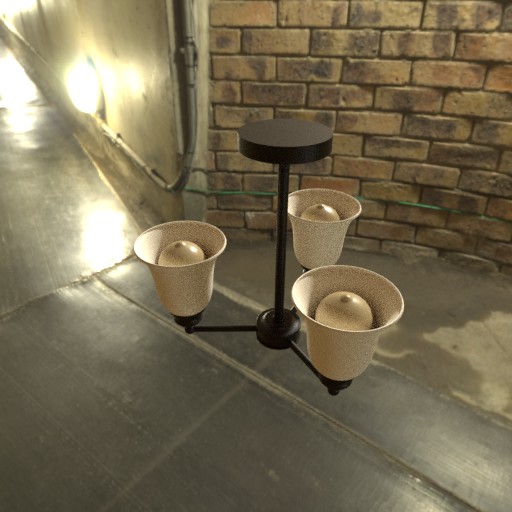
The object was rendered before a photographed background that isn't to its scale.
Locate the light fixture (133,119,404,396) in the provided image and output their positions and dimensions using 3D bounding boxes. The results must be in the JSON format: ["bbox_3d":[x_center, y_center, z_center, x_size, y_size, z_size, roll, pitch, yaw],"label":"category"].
[{"bbox_3d":[0.000,0.000,0.656,0.354,0.370,0.388,0,32,0],"label":"light fixture"}]
